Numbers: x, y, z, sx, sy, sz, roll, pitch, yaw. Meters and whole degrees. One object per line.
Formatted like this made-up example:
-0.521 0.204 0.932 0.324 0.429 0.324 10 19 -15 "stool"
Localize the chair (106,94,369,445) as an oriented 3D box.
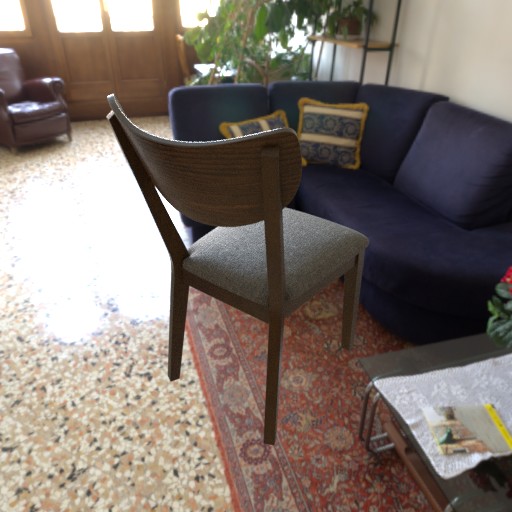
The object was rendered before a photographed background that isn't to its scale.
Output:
0.000 0.000 1.200 0.491 0.849 0.583 21 37 32 "chair"
